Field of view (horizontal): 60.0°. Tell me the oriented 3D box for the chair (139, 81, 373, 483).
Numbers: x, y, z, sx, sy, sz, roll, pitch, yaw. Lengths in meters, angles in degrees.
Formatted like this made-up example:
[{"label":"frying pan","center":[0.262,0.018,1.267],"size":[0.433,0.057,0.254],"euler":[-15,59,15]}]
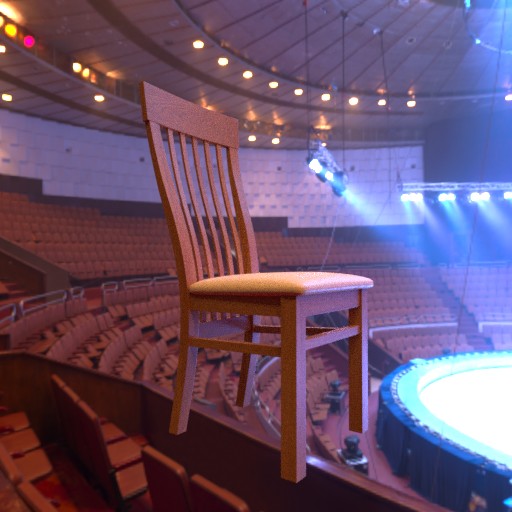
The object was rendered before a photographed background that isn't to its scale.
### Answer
[{"label":"chair","center":[0.000,0.000,1.348],"size":[0.580,1.050,0.450],"euler":[-1,-1,37]}]
